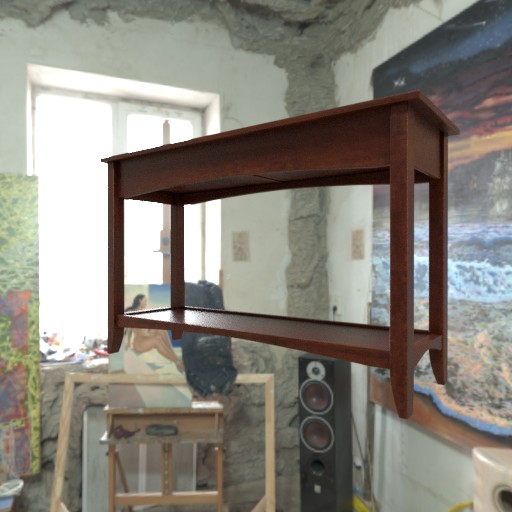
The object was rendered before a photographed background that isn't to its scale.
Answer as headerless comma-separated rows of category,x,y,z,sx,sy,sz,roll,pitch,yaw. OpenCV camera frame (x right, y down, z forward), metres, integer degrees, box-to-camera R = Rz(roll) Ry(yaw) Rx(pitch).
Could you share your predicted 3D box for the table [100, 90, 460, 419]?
table,0.000,0.000,1.487,1.188,0.739,0.392,0,0,37
